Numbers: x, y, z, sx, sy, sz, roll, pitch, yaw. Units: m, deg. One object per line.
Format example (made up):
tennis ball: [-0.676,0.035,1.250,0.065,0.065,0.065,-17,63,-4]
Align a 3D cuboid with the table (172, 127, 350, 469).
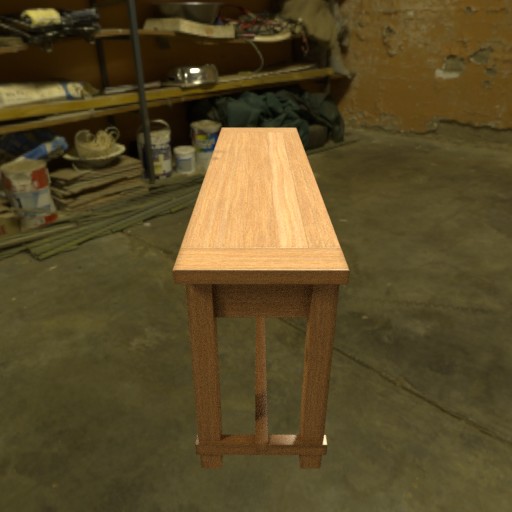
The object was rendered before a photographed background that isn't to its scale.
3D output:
table: [0.000,0.000,1.911,0.442,0.762,1.599,0,28,0]
